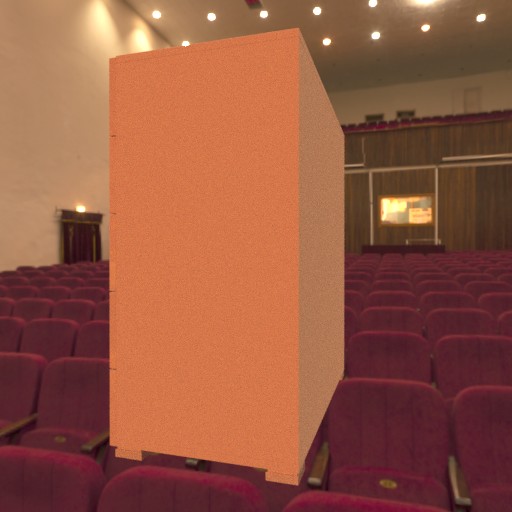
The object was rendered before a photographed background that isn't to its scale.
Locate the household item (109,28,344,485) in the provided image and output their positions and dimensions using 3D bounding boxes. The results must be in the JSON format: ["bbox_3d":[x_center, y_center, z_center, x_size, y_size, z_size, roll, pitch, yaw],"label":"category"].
[{"bbox_3d":[0.000,0.000,1.286,0.420,0.870,0.800,0,0,17],"label":"household item"}]
